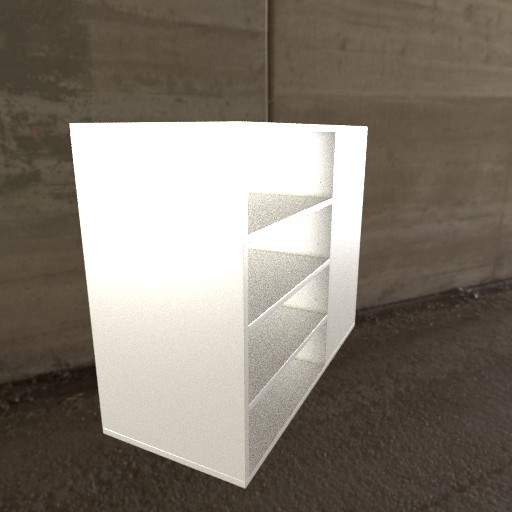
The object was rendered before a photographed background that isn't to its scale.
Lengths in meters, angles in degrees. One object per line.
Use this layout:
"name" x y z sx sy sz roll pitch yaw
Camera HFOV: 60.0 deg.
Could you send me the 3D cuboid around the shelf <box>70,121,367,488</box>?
"shelf" 0.000 0.000 1.294 0.396 0.732 0.895 8 17 25
